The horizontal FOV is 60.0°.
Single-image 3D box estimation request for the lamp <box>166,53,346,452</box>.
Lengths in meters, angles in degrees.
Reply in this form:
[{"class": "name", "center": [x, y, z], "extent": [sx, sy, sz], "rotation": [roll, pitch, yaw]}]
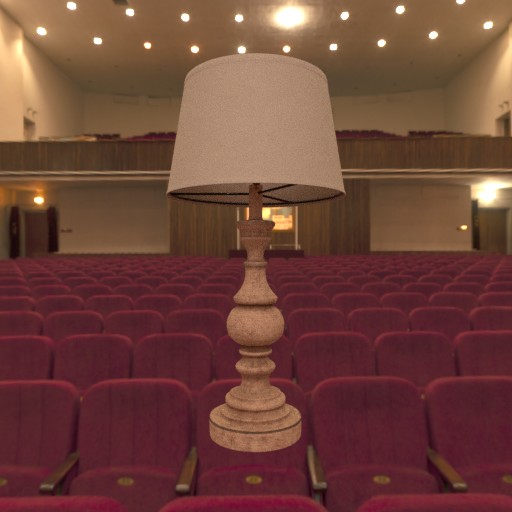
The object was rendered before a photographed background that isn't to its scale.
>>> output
[{"class": "lamp", "center": [0.000, 0.000, 0.853], "extent": [0.340, 0.678, 0.340], "rotation": [0, 0, 0]}]
